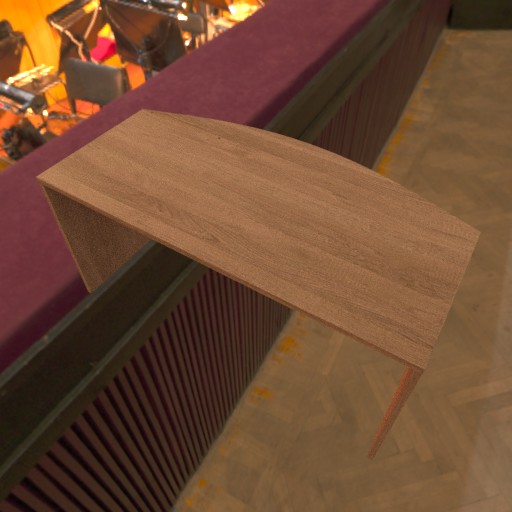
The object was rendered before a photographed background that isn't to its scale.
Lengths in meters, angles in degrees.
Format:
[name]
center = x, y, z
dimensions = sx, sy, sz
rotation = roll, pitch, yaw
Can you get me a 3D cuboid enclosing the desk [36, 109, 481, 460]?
[desk]
center = 0.000, 0.000, 2.008
dimensions = 1.600, 0.752, 0.802
rotation = 25, 52, 21
